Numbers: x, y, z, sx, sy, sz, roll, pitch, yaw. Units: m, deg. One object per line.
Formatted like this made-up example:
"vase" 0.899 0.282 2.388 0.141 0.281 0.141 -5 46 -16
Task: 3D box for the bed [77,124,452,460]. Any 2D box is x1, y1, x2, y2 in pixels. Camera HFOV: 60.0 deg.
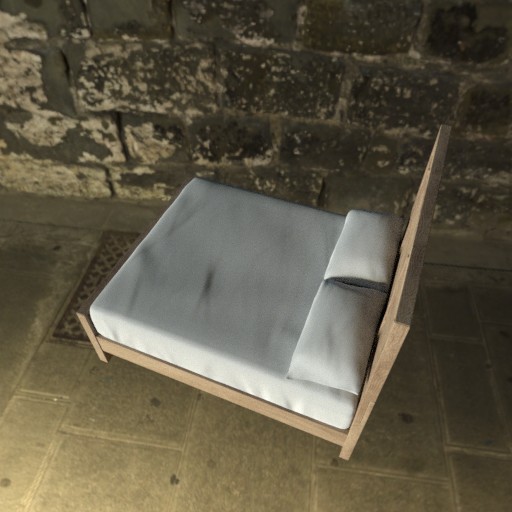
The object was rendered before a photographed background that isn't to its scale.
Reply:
"bed" 0.000 0.000 3.149 2.017 1.631 1.615 17 50 15
